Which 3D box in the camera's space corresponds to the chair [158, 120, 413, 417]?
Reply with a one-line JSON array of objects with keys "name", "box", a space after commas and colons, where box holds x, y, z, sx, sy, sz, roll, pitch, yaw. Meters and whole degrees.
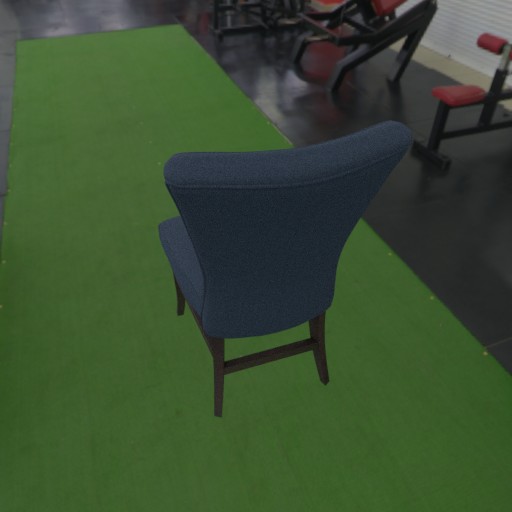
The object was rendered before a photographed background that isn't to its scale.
[{"name": "chair", "box": [0.000, 0.000, 1.352, 0.520, 0.991, 0.660, -12, 43, -14]}]
